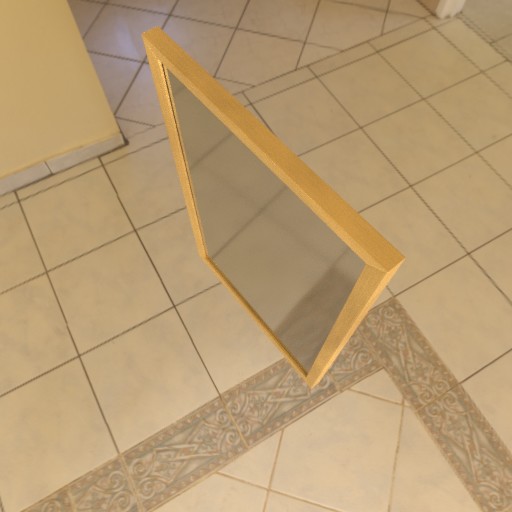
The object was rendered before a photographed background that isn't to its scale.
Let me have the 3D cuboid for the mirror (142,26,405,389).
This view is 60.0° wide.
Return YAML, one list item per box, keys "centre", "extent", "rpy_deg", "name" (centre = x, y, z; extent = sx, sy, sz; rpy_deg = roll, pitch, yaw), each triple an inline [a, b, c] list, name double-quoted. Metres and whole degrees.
- centre: [0.000, 0.000, 1.114]
  extent: [0.040, 0.915, 0.609]
  rpy_deg: [-36, 69, -16]
  name: "mirror"
